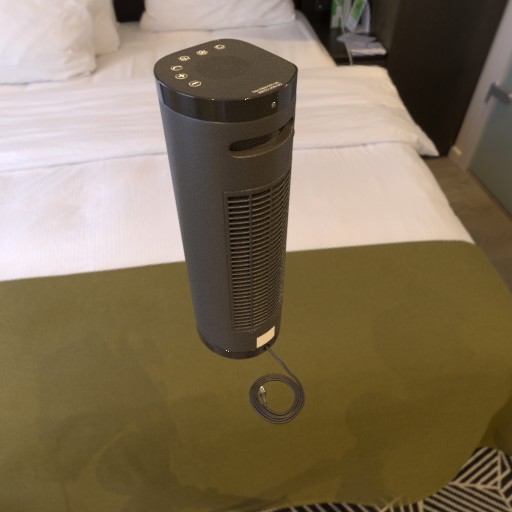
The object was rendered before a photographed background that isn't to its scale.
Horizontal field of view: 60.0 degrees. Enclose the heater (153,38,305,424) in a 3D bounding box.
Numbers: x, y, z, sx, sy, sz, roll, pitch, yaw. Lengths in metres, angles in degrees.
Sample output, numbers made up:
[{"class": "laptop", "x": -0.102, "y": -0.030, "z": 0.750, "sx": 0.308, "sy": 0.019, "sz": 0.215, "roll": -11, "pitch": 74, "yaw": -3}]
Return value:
[{"class": "heater", "x": 0.000, "y": 0.000, "z": 0.709, "sx": 0.174, "sy": 0.552, "sz": 0.312, "roll": -31, "pitch": 54, "yaw": -27}]
